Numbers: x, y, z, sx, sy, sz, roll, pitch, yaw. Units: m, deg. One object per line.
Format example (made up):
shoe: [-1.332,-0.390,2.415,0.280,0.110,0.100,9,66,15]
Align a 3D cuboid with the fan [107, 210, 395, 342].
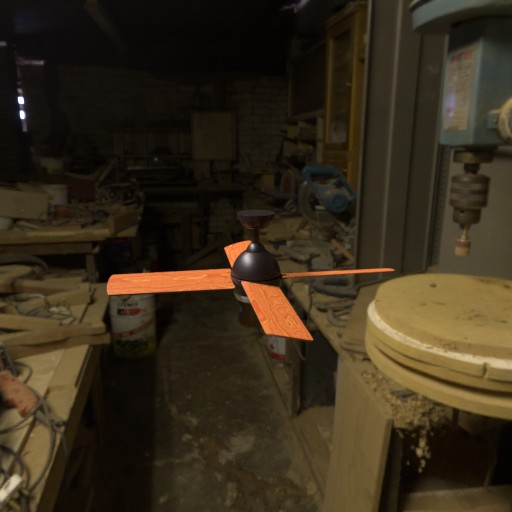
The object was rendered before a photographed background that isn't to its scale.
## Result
fan: [0.000,0.000,2.044,1.332,0.403,1.332,-3,15,-10]
